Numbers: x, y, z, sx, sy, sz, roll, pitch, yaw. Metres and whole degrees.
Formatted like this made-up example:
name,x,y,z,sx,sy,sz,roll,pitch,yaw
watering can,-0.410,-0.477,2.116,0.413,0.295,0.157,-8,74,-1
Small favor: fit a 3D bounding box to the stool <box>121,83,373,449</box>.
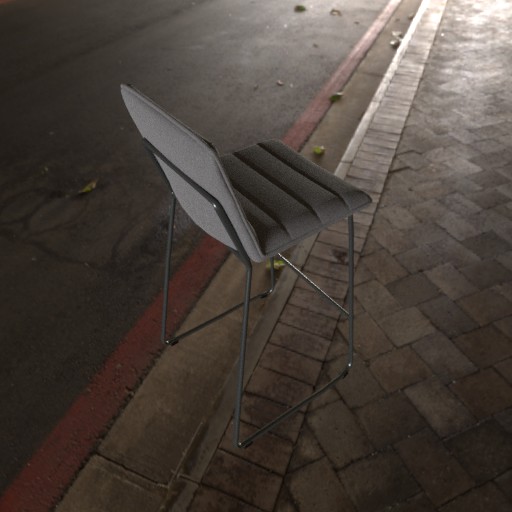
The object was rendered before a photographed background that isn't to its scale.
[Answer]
name,x,y,z,sx,sy,sz,roll,pitch,yaw
stool,0.000,0.000,1.247,0.490,0.960,0.490,-25,47,-26
